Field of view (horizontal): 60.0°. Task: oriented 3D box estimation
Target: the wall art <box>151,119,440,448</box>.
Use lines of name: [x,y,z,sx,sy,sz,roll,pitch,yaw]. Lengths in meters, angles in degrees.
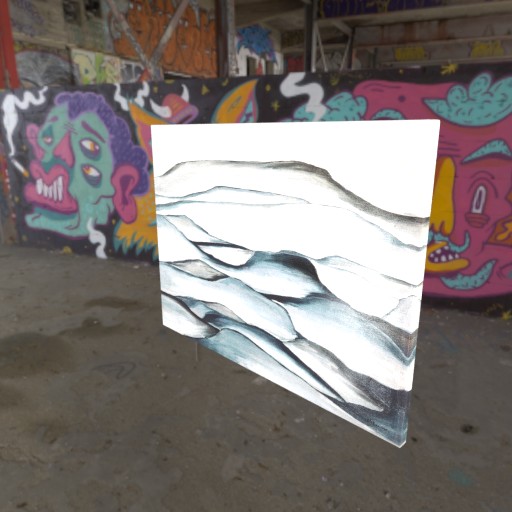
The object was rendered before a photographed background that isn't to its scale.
wall art: [0.000,0.000,1.592,1.219,0.915,0.039,15,22,43]
